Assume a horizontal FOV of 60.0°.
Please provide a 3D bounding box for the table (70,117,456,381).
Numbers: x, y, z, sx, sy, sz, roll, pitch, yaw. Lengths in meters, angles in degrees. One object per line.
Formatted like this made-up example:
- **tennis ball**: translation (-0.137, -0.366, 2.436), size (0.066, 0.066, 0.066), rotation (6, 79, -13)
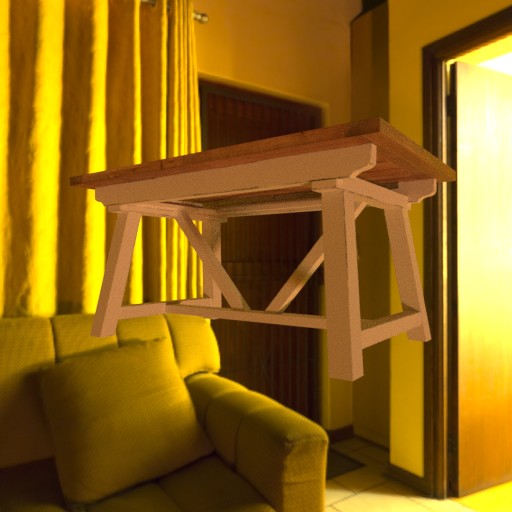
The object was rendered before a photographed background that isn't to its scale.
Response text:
- **table**: translation (0.000, 0.000, 2.016), size (1.503, 0.743, 0.922), rotation (0, -1, 36)
